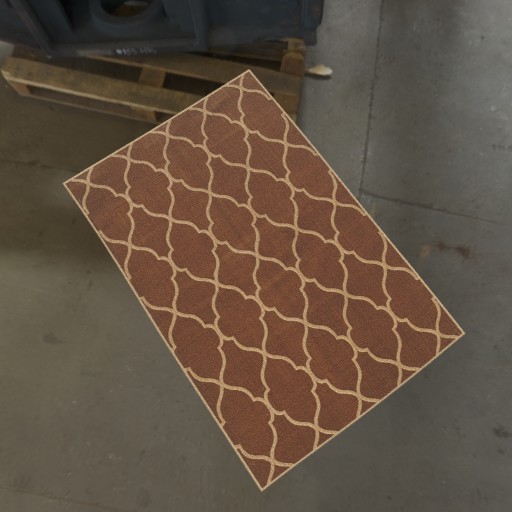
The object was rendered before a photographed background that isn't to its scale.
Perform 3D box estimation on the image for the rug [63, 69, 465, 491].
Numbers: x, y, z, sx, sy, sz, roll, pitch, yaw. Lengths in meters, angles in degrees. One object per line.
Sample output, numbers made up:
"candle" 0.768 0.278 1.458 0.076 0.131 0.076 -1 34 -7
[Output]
"rug" 0.000 0.000 2.817 1.526 0.014 2.290 -35 78 -8
